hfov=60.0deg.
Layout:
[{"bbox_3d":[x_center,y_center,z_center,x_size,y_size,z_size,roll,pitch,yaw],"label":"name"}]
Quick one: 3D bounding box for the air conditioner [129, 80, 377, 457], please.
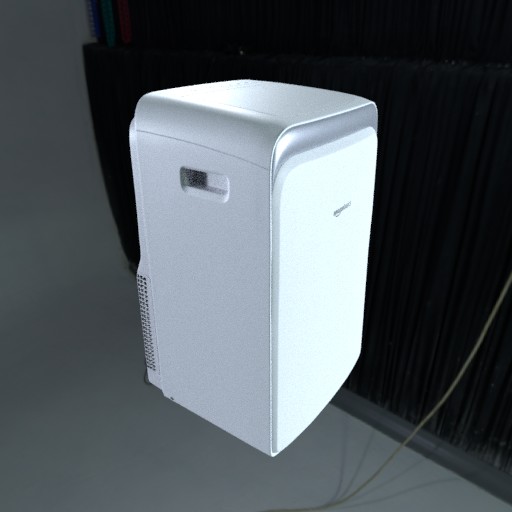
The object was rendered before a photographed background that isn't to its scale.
[{"bbox_3d":[0.000,0.000,1.084,0.467,0.765,0.478,19,33,32],"label":"air conditioner"}]
